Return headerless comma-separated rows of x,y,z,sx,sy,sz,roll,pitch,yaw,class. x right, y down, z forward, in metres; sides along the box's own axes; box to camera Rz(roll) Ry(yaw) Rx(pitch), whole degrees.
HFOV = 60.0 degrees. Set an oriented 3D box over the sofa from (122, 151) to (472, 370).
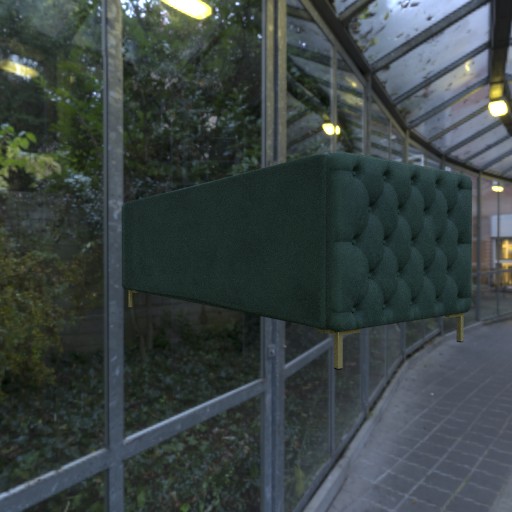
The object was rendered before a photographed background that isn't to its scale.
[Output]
0.000,0.000,2.633,0.895,0.771,2.209,-1,1,-36,sofa
